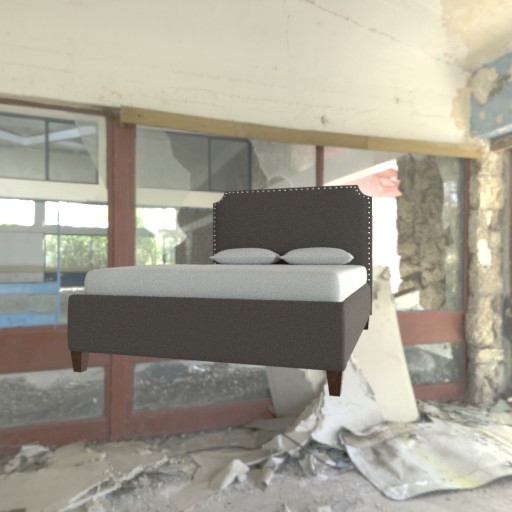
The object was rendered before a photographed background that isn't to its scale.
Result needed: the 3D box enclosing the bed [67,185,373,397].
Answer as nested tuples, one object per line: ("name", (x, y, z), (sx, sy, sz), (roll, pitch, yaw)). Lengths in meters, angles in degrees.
("bed", (0.000, 0.000, 3.586), (1.713, 1.443, 2.372), (0, 0, 18))
